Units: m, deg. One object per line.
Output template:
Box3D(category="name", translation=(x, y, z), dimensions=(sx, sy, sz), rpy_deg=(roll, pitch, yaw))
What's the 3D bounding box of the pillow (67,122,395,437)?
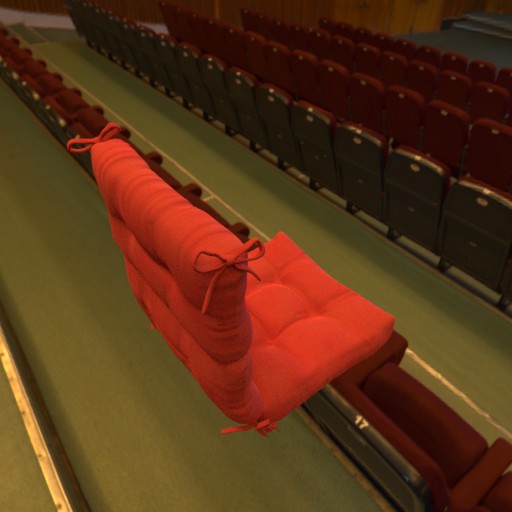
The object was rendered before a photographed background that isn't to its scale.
Box3D(category="pillow", translation=(0.000, 0.000, 1.025), dimensions=(0.571, 0.605, 0.519), rpy_deg=(-26, 47, -28))
